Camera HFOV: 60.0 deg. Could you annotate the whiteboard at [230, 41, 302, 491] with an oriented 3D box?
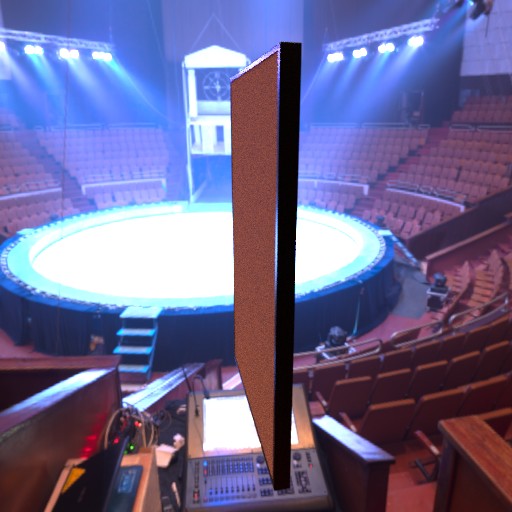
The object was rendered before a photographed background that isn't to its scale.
[{"bbox_3d":[0.000,0.000,0.766,0.026,0.611,0.406,-3,17,-11],"label":"whiteboard"}]
